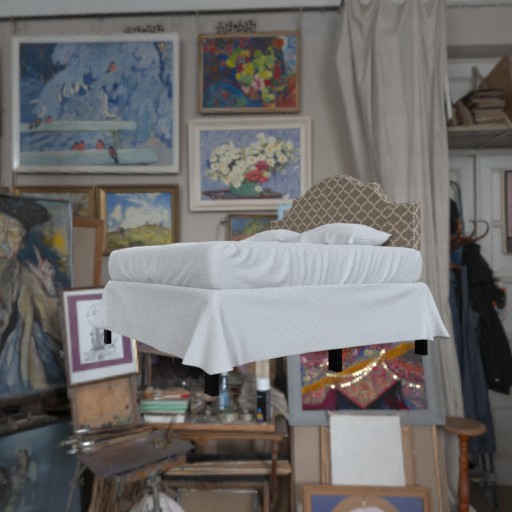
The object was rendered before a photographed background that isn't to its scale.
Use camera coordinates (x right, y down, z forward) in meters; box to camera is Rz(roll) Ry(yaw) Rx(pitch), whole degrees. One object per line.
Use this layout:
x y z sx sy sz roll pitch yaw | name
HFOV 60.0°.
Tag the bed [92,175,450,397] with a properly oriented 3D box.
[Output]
0.000 0.000 3.837 2.222 1.601 2.314 1 -1 -35 | bed
